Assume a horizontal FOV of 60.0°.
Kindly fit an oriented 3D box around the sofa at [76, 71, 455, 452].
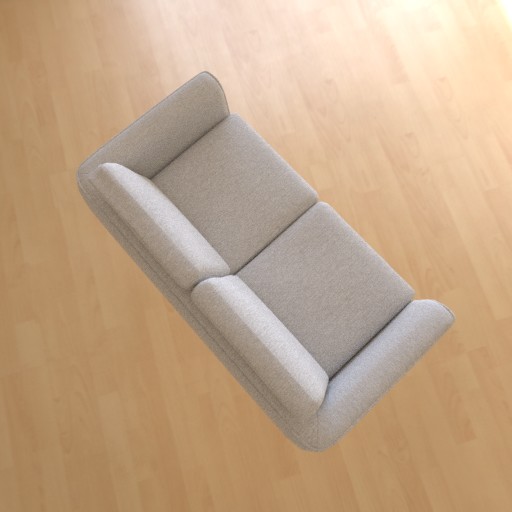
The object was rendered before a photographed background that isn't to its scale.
[{"bbox_3d":[0.000,0.000,2.178,0.920,0.850,1.700,-41,80,-9],"label":"sofa"}]
